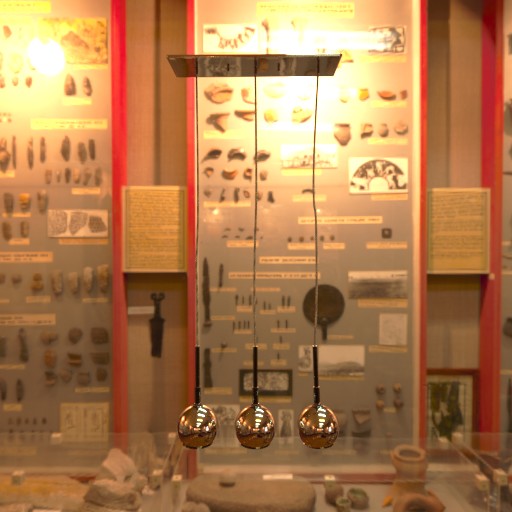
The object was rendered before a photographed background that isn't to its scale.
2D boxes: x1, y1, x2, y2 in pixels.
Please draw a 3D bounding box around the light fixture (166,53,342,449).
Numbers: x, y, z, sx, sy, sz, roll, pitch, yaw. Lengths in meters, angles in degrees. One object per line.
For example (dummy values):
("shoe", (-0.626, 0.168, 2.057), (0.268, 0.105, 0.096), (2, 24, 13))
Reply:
("light fixture", (0.000, 0.000, 1.652), (0.623, 1.408, 0.188), (0, 1, 1))
